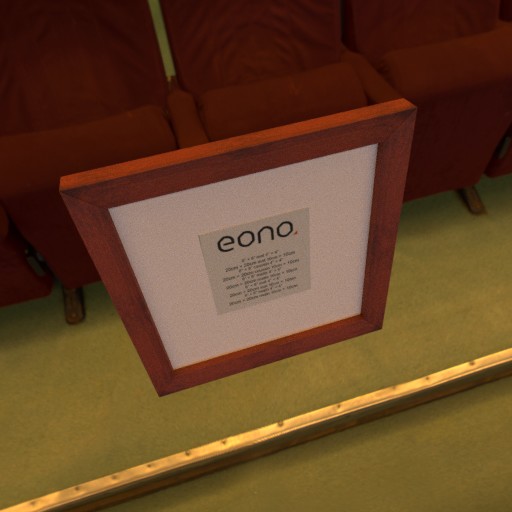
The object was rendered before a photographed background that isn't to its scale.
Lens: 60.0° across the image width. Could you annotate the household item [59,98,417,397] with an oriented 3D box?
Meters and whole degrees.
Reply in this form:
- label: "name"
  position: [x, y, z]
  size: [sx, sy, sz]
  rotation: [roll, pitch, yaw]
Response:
- label: "household item"
  position: [0.000, 0.000, 0.383]
  size: [0.240, 0.240, 0.131]
  rotation: [-15, 63, -8]
